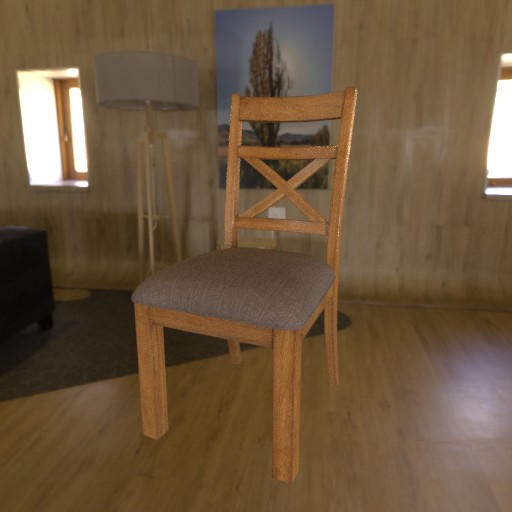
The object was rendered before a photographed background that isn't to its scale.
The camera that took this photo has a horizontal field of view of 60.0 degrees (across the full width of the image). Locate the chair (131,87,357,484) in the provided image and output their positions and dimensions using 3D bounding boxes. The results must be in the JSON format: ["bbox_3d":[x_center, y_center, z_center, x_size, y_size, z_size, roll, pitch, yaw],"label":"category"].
[{"bbox_3d":[0.000,0.000,1.269,0.470,0.949,0.581,6,15,24],"label":"chair"}]
